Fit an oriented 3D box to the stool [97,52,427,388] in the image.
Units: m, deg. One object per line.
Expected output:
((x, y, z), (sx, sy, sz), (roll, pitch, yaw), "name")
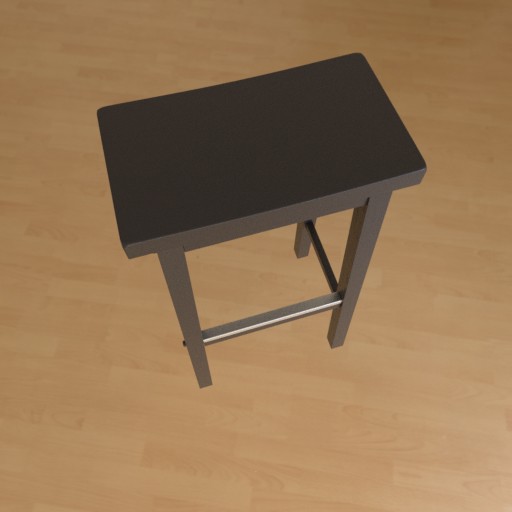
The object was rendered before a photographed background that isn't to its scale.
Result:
((0.000, 0.000, 0.935), (0.406, 0.742, 0.322), (-15, 65, -7), "stool")
